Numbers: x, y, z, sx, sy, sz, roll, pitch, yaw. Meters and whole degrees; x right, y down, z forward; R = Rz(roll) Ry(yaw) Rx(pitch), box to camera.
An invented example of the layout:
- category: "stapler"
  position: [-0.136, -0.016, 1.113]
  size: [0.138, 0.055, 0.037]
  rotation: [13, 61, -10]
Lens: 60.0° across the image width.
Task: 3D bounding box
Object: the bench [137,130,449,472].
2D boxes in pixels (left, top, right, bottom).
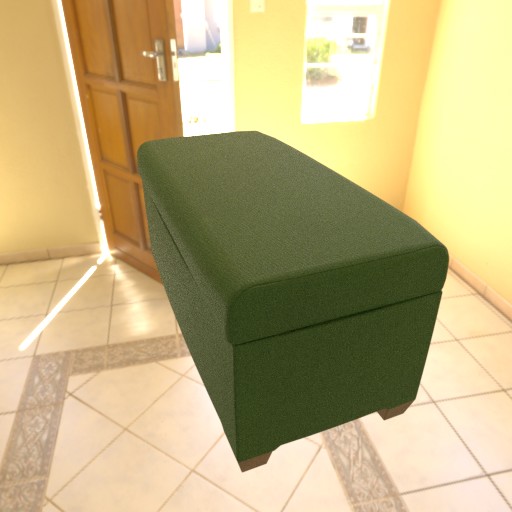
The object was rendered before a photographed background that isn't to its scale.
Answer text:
- category: "bench"
  position: [0.000, 0.000, 1.286]
  size: [0.505, 0.501, 0.989]
  rotation: [-11, 32, -19]
